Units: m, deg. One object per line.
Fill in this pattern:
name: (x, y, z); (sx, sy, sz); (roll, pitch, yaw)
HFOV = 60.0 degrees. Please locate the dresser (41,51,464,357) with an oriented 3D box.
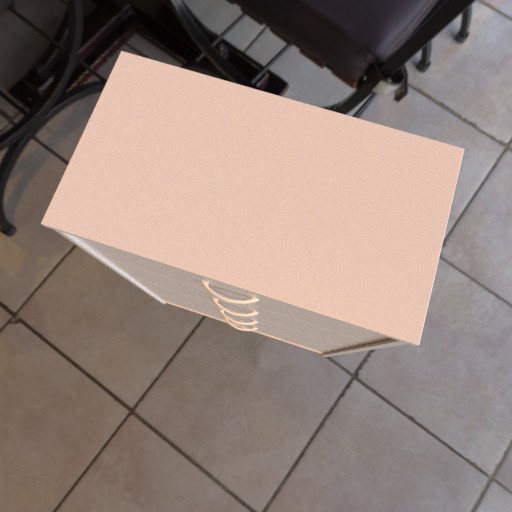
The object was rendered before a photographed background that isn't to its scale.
dresser: (0.000, 0.000, 1.318); (0.704, 1.021, 0.401); (18, 76, 4)
